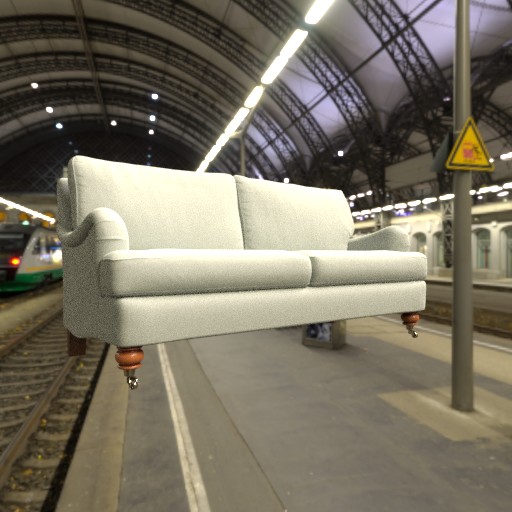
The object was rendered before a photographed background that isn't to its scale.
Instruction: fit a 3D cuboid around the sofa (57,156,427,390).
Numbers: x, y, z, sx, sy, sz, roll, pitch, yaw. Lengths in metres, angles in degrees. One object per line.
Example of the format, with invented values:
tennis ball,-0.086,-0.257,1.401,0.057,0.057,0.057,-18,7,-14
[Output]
sofa,0.000,0.000,2.777,2.193,1.096,1.069,0,0,-36
